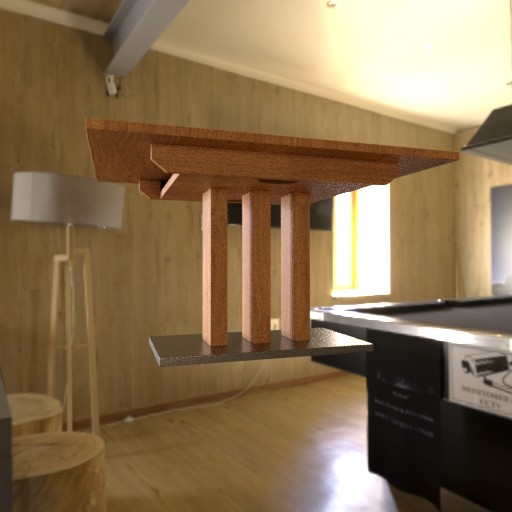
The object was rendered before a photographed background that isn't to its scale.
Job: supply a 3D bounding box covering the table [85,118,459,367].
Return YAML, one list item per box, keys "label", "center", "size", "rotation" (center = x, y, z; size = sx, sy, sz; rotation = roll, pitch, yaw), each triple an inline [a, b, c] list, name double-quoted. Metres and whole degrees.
- label: "table"
  center: [0.000, 0.000, 1.873]
  size: [1.300, 0.770, 0.900]
  rotation: [0, -1, -18]
